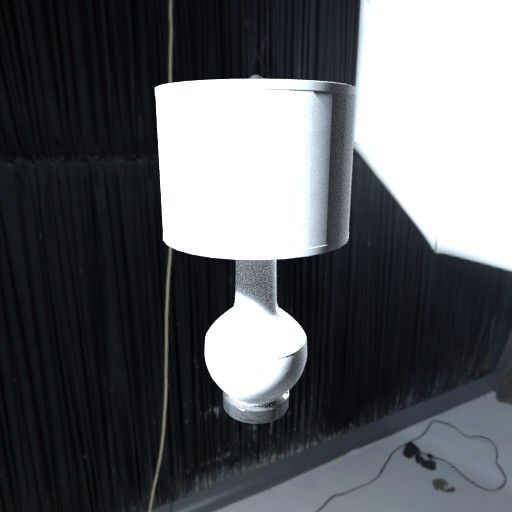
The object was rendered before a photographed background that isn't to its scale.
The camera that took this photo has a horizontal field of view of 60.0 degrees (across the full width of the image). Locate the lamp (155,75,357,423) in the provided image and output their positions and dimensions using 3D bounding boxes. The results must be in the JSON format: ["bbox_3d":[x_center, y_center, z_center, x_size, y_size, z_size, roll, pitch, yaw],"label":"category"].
[{"bbox_3d":[0.000,0.000,0.883,0.357,0.673,0.357,-8,18,-27],"label":"lamp"}]
